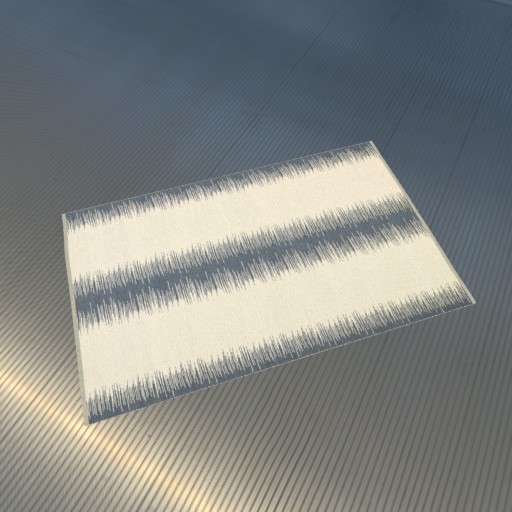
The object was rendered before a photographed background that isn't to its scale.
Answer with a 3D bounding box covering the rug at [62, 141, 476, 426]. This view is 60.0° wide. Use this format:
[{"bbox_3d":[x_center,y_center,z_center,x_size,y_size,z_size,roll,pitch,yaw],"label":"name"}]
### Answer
[{"bbox_3d":[0.000,0.000,2.991,2.453,0.003,1.519,-15,59,-9],"label":"rug"}]
